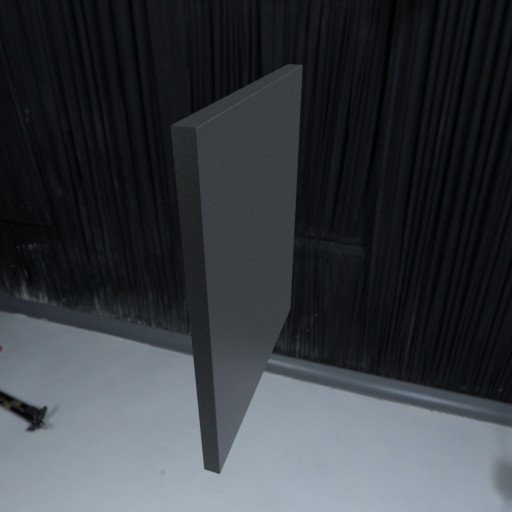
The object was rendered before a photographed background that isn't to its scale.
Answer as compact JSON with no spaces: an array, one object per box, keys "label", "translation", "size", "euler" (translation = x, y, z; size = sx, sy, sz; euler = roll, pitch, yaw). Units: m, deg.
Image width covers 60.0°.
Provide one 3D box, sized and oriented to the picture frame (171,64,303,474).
[{"label":"picture frame","translation":[0.000,0.000,0.767],"size":[0.028,0.556,0.460],"euler":[9,32,16]}]
